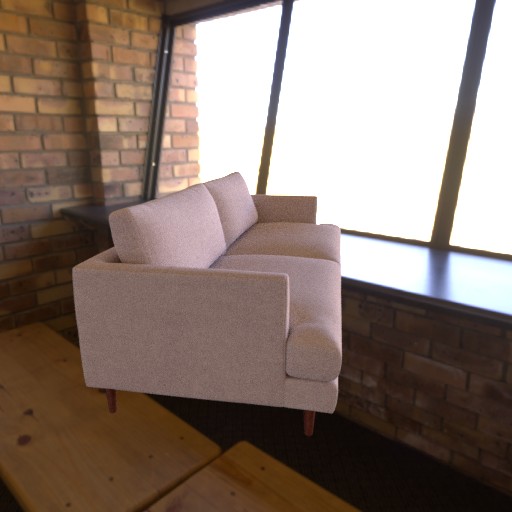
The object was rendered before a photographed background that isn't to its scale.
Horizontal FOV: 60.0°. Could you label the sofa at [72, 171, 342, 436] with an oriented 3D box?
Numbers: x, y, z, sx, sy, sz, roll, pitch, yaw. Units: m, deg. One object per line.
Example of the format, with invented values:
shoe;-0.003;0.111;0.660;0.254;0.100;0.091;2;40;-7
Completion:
sofa;0.000;0.000;2.689;1.020;0.868;2.250;3;15;10
